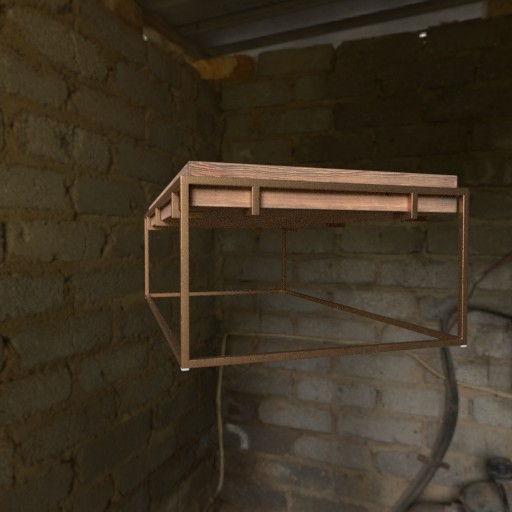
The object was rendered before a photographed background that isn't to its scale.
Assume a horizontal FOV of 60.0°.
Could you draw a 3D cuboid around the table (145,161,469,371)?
[{"bbox_3d":[0.000,0.000,1.749,0.775,0.468,1.387,0,2,-17],"label":"table"}]
